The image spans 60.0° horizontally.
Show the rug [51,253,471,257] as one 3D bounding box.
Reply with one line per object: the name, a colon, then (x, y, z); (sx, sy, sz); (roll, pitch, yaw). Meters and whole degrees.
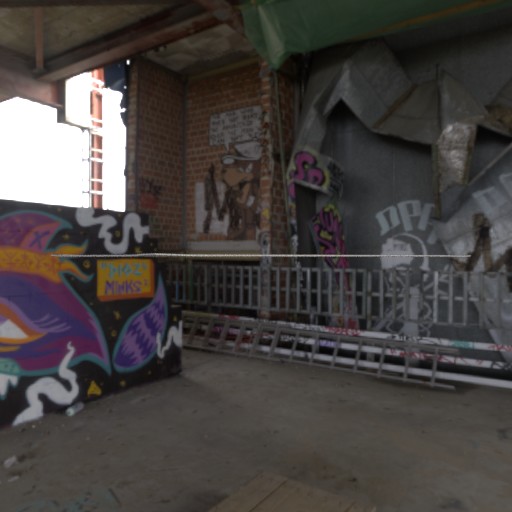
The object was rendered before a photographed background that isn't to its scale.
rug: (0.000, 0.000, 4.122); (3.069, 0.026, 2.451); (0, 0, -36)
